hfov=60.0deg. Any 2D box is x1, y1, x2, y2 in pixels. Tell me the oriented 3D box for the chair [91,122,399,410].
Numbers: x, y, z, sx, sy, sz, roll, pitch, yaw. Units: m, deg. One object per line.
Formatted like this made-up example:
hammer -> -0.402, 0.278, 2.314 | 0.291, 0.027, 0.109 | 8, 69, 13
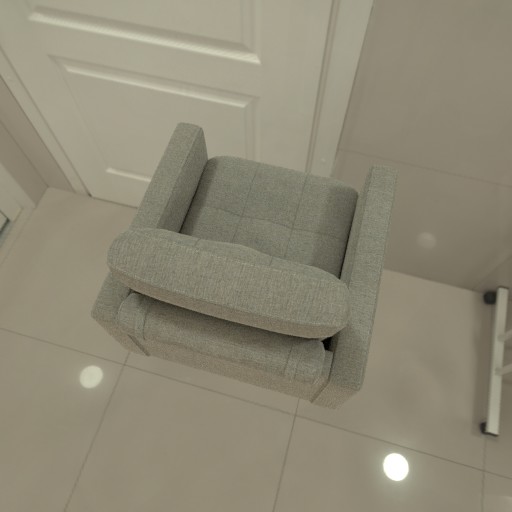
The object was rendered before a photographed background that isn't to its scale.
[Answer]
chair -> 0.000, 0.000, 1.532 | 0.821, 0.880, 0.843 | 14, 65, 7
